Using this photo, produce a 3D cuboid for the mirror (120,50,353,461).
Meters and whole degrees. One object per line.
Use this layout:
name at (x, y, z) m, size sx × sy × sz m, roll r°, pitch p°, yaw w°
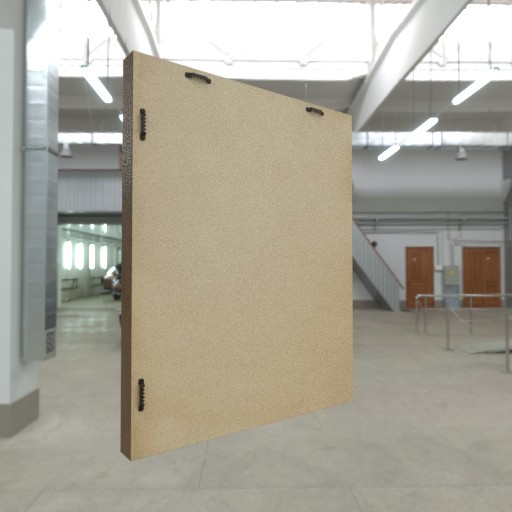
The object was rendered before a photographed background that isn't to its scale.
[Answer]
mirror at (0.000, 0.000, 0.681) m, size 0.406 × 0.509 × 0.041 m, roll 1°, pitch -2°, yaw -37°
